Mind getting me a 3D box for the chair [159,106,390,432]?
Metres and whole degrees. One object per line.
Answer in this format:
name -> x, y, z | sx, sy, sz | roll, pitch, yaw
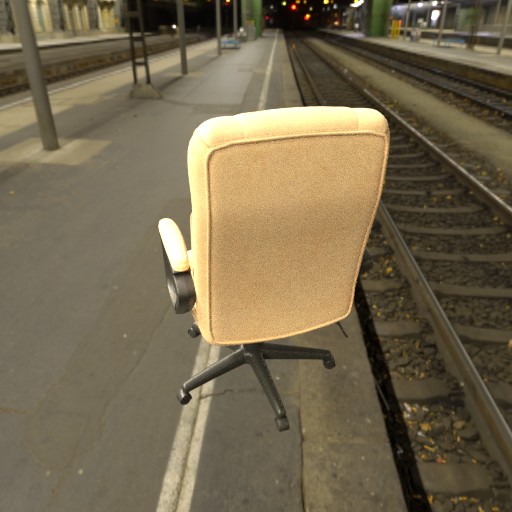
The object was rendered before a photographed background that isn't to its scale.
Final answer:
chair -> 0.000, 0.000, 1.565 | 0.667, 1.105, 0.724 | -9, 29, -16
